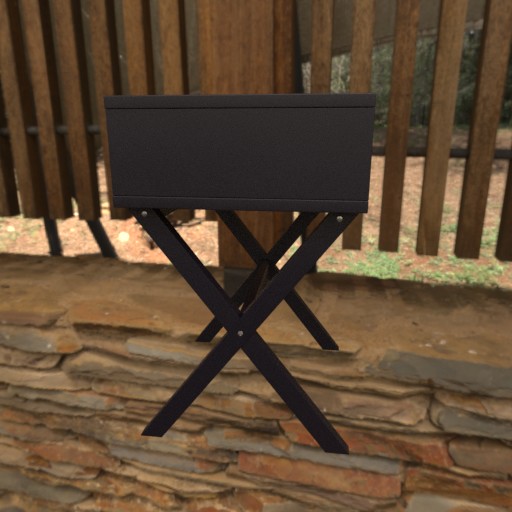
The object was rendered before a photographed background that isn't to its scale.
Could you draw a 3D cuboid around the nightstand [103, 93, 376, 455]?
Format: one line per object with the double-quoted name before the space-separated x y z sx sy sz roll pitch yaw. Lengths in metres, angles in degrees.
"nightstand" 0.000 0.000 0.956 0.402 0.623 0.479 2 16 7
